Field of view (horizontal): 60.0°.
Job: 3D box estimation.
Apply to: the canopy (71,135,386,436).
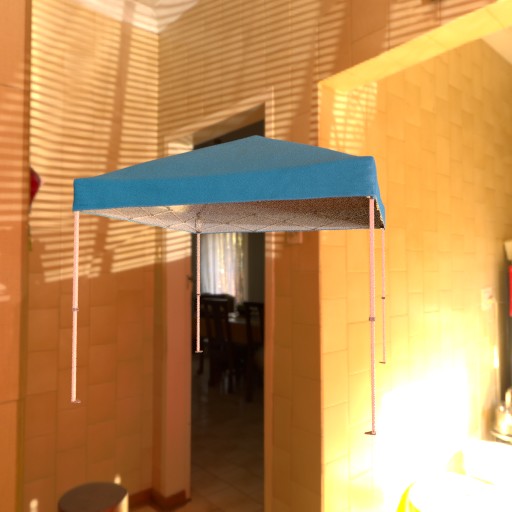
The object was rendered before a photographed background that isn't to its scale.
[{"bbox_3d":[0.000,0.000,5.453,2.998,2.997,2.996,-1,-2,18],"label":"canopy"}]
